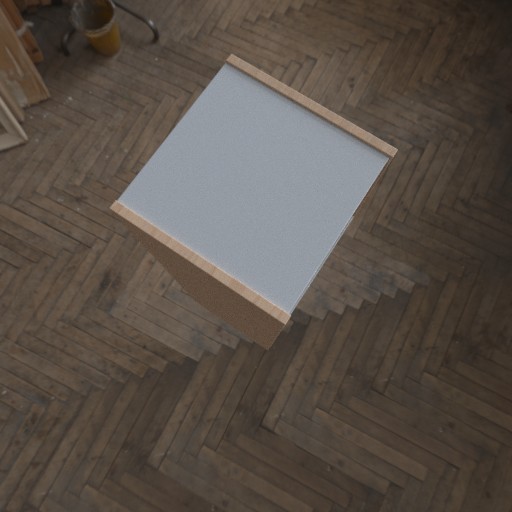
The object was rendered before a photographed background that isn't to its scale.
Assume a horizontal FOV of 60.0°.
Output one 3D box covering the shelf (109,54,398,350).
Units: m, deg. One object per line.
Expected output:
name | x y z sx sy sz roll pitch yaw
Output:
shelf | 0.000 0.000 1.061 0.290 0.900 0.300 33 78 8
